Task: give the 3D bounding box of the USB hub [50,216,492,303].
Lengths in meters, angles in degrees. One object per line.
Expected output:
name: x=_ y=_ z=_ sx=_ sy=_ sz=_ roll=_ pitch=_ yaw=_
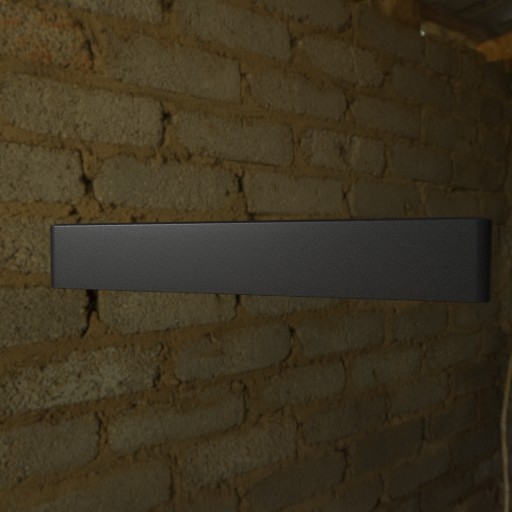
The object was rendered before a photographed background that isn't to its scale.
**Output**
USB hub: x=0.000 y=0.000 z=0.158 sx=0.145 sy=0.023 sz=0.044 roll=0 pitch=1 yaw=17
